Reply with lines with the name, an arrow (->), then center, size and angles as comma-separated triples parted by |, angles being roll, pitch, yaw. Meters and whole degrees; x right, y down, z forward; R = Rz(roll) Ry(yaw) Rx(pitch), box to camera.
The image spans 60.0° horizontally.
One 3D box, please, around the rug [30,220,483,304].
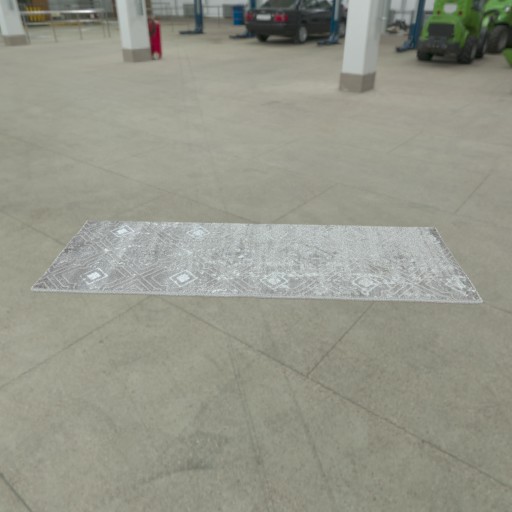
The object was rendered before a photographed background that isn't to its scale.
rug -> 0.000, 0.000, 2.676 | 2.381, 0.035, 0.832 | 1, 31, 2
